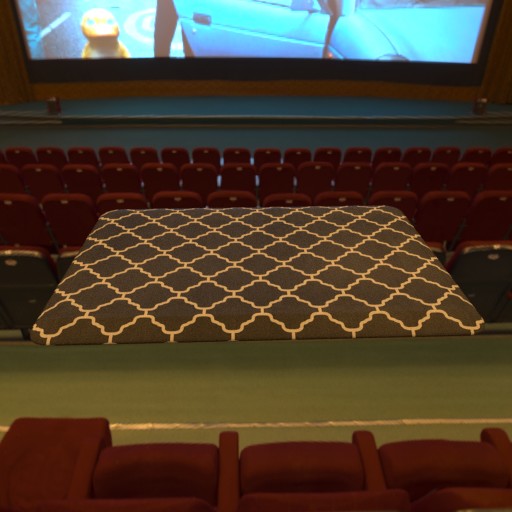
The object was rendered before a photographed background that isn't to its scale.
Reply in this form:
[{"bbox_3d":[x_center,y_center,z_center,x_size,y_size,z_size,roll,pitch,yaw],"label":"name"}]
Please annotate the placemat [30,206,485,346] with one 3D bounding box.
[{"bbox_3d":[0.000,0.000,0.930,0.762,0.021,0.508,-1,31,-2],"label":"placemat"}]
